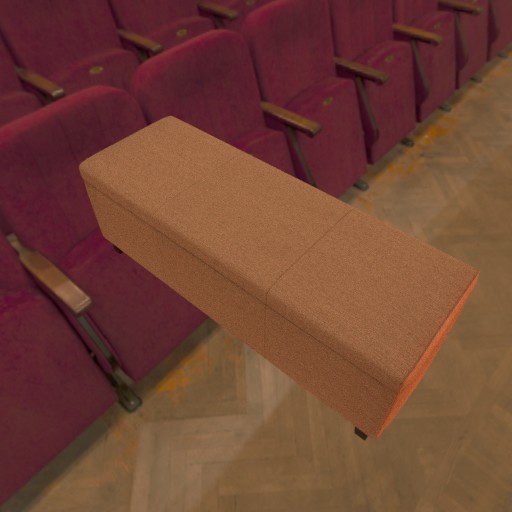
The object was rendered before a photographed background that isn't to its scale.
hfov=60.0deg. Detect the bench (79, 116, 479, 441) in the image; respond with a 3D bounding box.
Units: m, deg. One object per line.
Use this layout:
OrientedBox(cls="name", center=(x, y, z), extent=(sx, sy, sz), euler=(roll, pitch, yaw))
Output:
OrientedBox(cls="bench", center=(0.000, 0.000, 1.511), extent=(1.269, 0.438, 0.446), euler=(32, 55, 26))
